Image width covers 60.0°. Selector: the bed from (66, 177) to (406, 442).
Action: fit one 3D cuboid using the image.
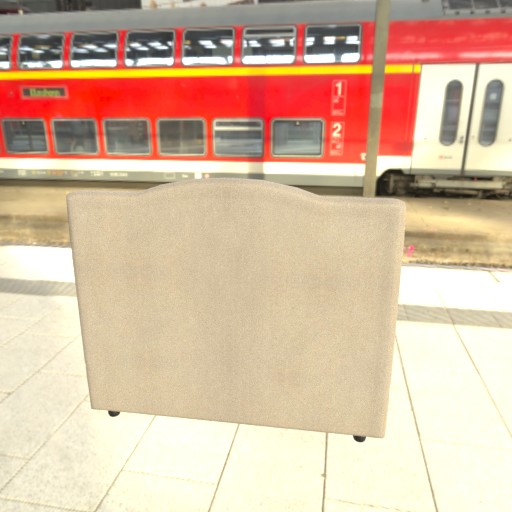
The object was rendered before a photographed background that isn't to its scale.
[{"bbox_3d":[0.000,0.000,3.314,1.744,1.441,2.128,3,18,8],"label":"bed"}]
